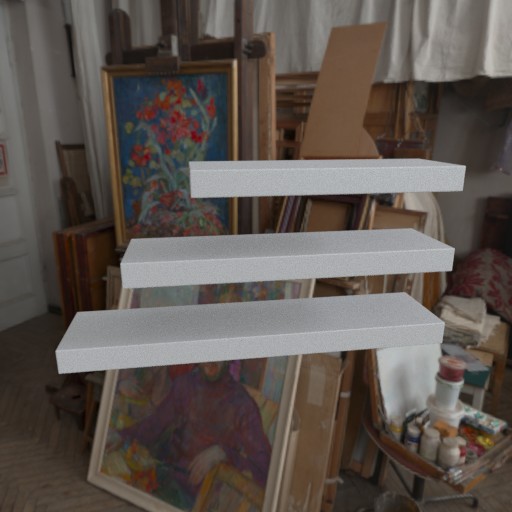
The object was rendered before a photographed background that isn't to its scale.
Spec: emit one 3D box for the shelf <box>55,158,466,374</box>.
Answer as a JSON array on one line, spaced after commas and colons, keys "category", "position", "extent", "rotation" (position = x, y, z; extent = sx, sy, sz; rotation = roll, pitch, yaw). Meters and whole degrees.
[{"category": "shelf", "position": [0.000, 0.000, 0.721], "extent": [0.610, 0.293, 0.140], "rotation": [-3, 17, -9]}]
